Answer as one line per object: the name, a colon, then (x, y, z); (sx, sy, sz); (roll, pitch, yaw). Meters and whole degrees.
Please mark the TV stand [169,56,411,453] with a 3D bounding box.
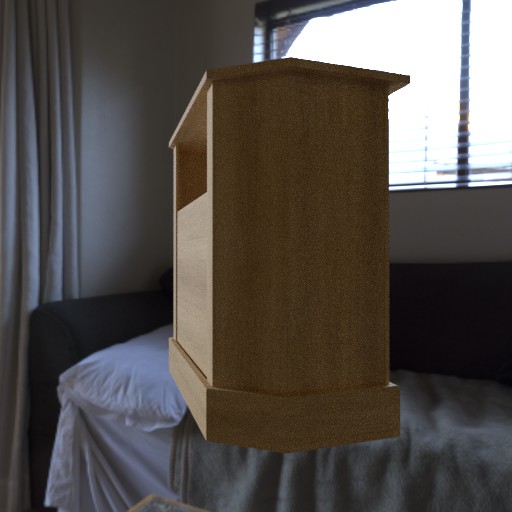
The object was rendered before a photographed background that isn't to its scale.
TV stand: (0.000, 0.000, 1.294); (0.425, 0.781, 0.851); (0, 0, -18)
